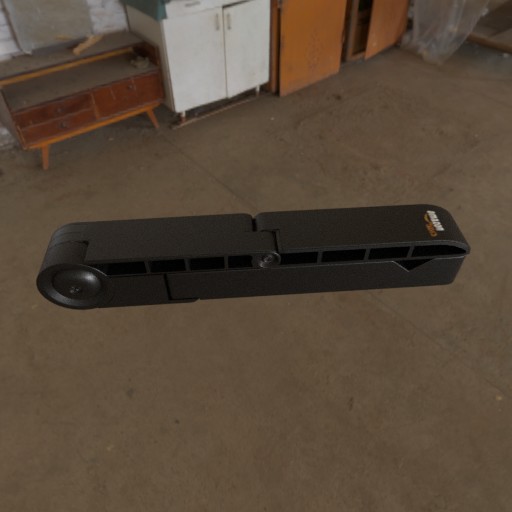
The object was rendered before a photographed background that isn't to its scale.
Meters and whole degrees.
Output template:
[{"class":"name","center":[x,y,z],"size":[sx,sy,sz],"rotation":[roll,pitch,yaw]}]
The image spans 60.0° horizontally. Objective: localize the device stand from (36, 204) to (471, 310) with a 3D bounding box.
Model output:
[{"class":"device stand","center":[0.000,0.000,0.193],"size":[0.179,0.030,0.026],"rotation":[-3,46,-3]}]
